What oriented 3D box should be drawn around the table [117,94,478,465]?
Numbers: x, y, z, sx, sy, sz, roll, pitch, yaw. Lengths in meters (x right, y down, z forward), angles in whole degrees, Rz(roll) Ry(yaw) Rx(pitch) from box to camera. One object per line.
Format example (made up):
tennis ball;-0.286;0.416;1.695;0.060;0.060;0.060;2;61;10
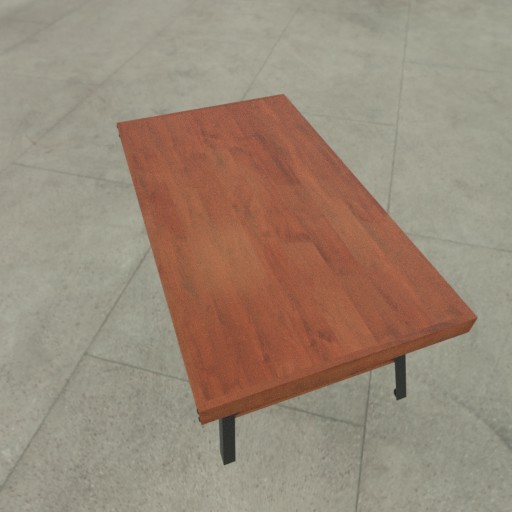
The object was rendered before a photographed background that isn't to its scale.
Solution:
table;0.000;0.000;1.373;0.610;0.457;1.067;-15;48;-14
